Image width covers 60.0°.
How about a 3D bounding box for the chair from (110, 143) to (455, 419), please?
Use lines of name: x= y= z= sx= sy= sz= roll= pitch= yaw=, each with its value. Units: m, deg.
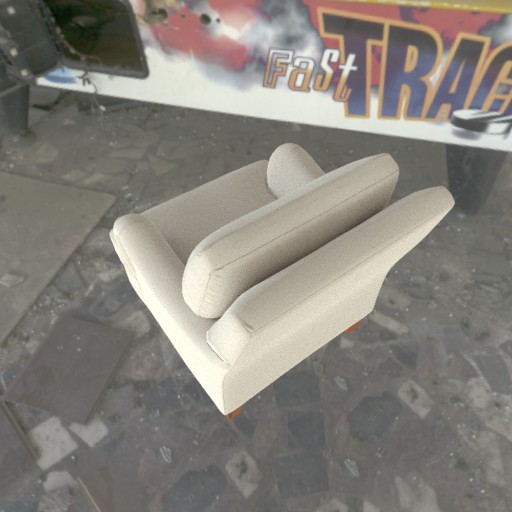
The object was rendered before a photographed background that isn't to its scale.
chair: x=0.000 y=0.000 z=1.908 sx=0.955 sy=1.038 sz=1.070 roll=-29 pitch=54 yaw=-24
